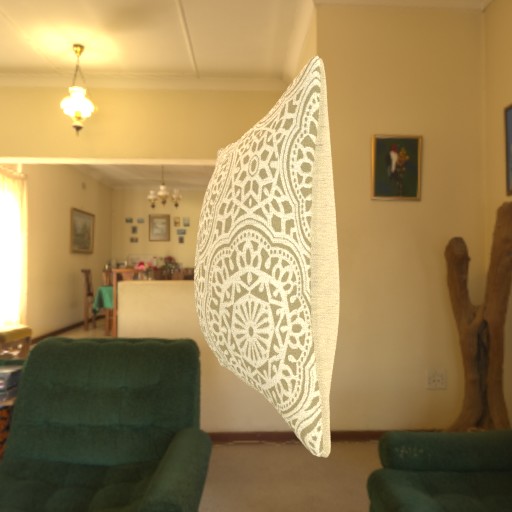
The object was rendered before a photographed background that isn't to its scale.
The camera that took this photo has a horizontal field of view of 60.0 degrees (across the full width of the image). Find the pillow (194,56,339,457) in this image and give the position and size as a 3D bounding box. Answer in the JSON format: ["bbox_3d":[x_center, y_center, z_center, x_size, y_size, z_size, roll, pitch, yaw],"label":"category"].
[{"bbox_3d":[0.000,0.000,0.658,0.167,0.421,0.438,0,-1,-18],"label":"pillow"}]
